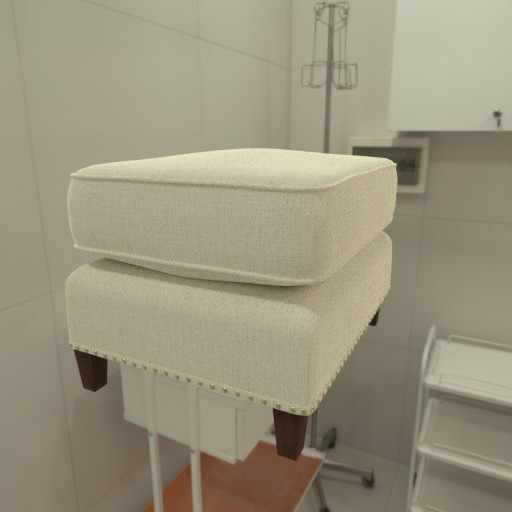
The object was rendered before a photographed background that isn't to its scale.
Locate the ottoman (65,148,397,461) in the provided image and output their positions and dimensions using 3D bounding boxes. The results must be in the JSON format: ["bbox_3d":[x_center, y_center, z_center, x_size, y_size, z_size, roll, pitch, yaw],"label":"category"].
[{"bbox_3d":[0.000,0.000,1.136,0.589,0.537,0.738,8,17,26],"label":"ottoman"}]
